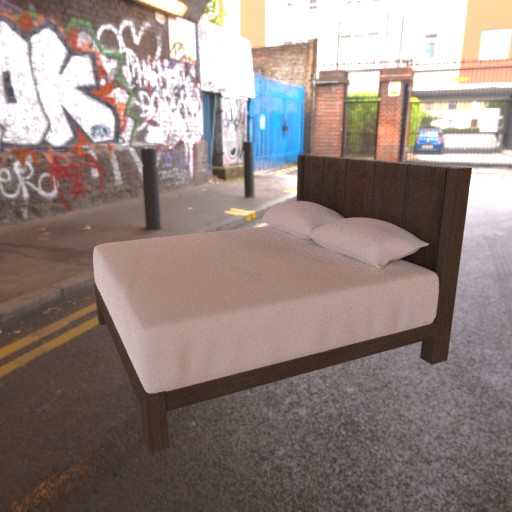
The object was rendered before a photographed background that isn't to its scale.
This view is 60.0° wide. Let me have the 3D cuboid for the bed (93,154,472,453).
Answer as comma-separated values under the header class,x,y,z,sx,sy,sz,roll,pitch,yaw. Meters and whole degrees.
class,x,y,z,sx,sy,sz,roll,pitch,yaw
bed,0.000,0.000,3.091,1.992,1.261,1.735,-8,17,-25
